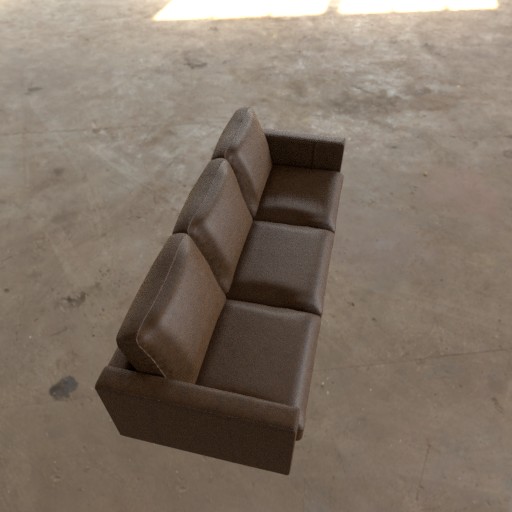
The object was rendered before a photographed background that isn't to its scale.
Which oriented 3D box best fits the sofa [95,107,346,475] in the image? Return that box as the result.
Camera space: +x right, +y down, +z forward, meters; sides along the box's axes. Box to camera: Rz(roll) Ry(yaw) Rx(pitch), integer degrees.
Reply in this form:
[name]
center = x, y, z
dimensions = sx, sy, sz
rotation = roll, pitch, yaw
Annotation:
[sofa]
center = 0.000, 0.000, 2.721
dimensions = 0.903, 0.930, 2.231
rotation = 9, 47, 9
